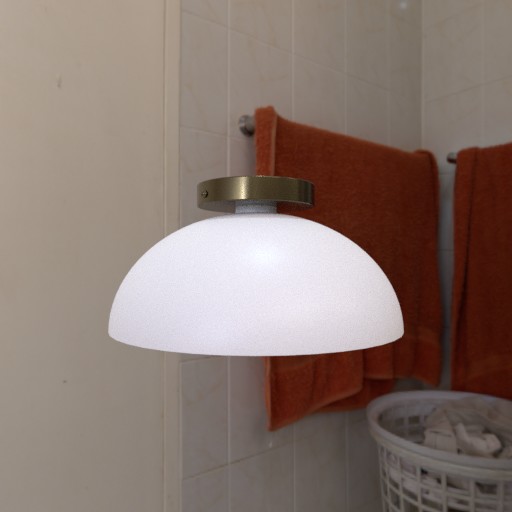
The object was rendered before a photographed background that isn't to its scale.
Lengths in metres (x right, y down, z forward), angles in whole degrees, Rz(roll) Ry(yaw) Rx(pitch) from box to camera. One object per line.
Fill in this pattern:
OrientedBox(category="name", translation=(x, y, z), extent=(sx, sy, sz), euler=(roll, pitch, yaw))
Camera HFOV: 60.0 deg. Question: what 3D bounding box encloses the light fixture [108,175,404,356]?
OrientedBox(category="light fixture", translation=(0.000, 0.000, 0.562), extent=(0.355, 0.177, 0.355), euler=(0, 0, 0))
